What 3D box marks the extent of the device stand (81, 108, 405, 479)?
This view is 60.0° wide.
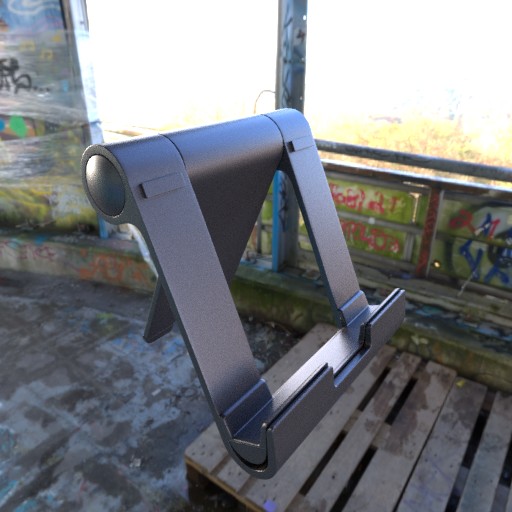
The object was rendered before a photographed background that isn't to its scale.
[{"bbox_3d":[0.000,0.000,0.150,0.079,0.084,0.088,19,32,34],"label":"device stand"}]
